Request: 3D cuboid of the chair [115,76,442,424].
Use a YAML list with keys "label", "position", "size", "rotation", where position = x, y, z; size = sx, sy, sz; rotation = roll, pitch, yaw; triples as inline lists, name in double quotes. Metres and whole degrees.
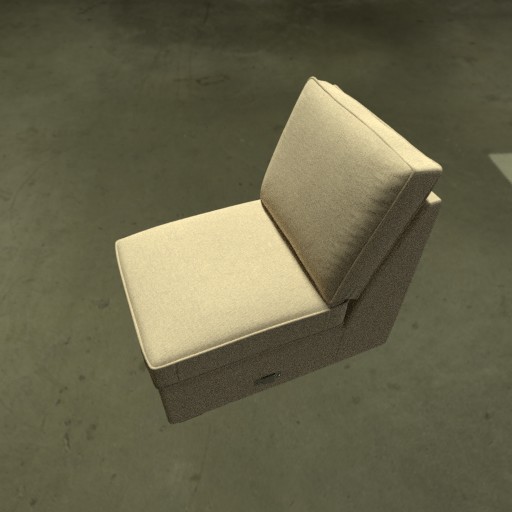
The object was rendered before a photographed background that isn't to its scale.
- label: "chair"
  position: [0.000, 0.000, 1.588]
  size: [0.938, 0.970, 0.621]
  rotation: [-17, 48, -15]
